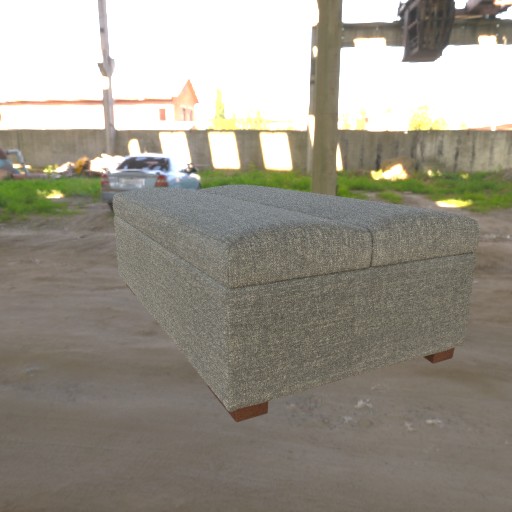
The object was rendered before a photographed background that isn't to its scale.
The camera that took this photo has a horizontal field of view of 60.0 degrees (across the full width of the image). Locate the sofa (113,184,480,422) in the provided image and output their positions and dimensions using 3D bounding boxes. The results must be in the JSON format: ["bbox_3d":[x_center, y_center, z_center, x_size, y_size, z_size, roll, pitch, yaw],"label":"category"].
[{"bbox_3d":[0.000,0.000,1.564,0.782,0.417,1.198,-7,15,-27],"label":"sofa"}]
